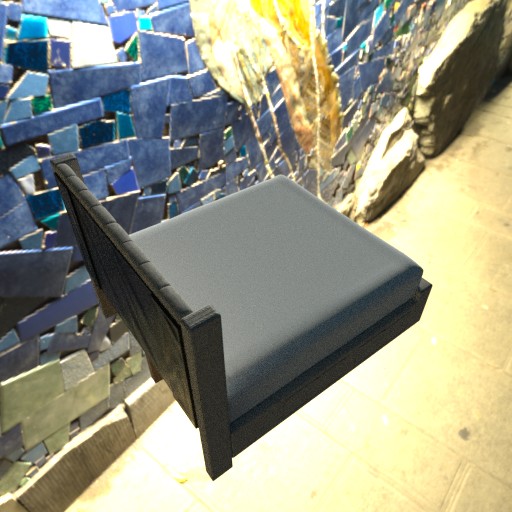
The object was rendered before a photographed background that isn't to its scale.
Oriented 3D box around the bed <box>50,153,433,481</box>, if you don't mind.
[{"bbox_3d":[0.000,0.000,3.801,2.372,1.748,2.044,-27,48,-27],"label":"bed"}]
